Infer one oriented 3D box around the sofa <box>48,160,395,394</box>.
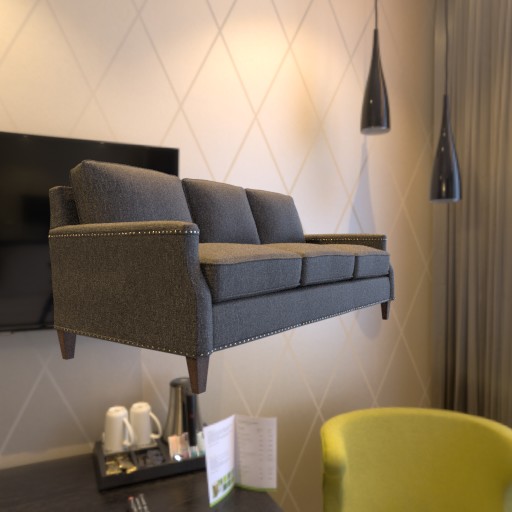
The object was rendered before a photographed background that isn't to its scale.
[{"bbox_3d":[0.000,0.000,2.827,1.084,1.003,2.246,1,1,35],"label":"sofa"}]
